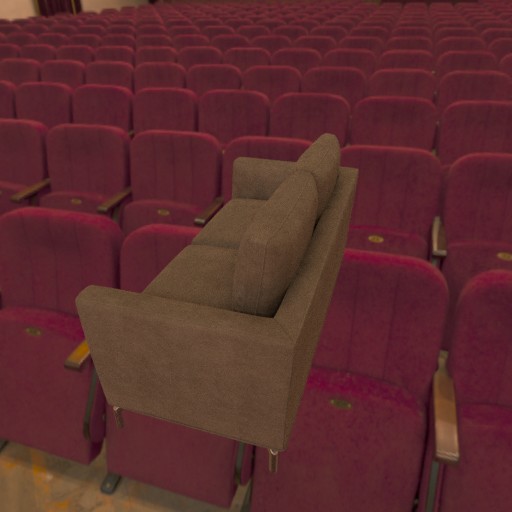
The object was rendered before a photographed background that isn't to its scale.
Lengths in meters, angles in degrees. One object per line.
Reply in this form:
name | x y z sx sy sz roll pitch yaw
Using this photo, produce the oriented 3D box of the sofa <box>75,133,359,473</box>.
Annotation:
sofa | 0.000 0.000 2.388 0.855 1.013 1.832 9 31 15
